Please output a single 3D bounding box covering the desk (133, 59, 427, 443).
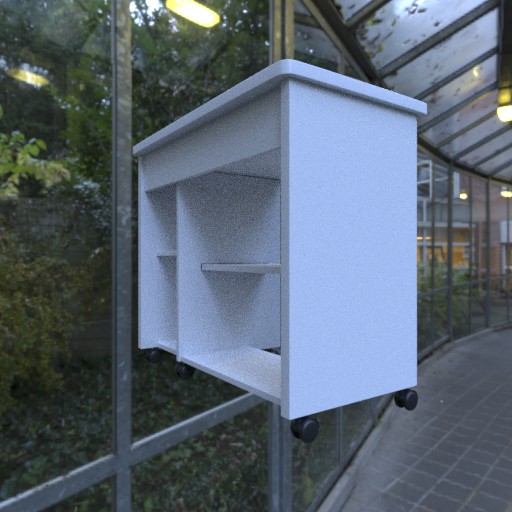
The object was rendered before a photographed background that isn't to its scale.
[{"bbox_3d":[0.000,0.000,1.341,0.475,0.763,0.877,0,0,-35],"label":"desk"}]
